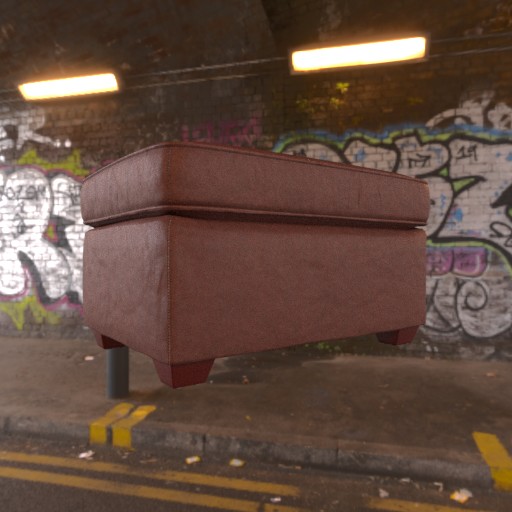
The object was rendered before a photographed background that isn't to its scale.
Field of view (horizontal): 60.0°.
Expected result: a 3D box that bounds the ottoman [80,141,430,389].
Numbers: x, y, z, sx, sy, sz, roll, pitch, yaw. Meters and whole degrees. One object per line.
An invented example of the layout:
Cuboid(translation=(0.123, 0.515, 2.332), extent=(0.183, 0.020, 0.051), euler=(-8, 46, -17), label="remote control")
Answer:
Cuboid(translation=(0.000, 0.000, 1.116), extent=(0.749, 0.449, 0.548), euler=(0, 0, -36), label="ottoman")
